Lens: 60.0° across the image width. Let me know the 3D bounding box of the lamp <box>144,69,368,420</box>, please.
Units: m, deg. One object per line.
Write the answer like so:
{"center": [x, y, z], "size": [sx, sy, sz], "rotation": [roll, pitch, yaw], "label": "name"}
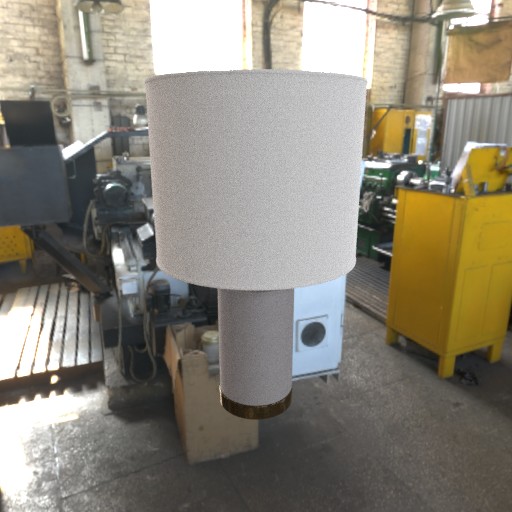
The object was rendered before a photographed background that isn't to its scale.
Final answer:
{"center": [0.000, 0.000, 0.519], "size": [0.229, 0.380, 0.229], "rotation": [0, 16, 0], "label": "lamp"}
